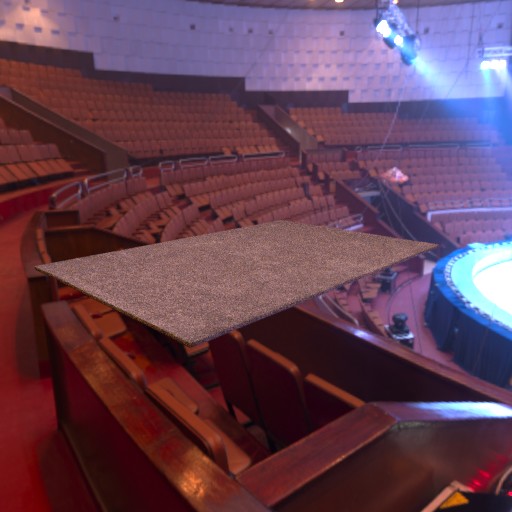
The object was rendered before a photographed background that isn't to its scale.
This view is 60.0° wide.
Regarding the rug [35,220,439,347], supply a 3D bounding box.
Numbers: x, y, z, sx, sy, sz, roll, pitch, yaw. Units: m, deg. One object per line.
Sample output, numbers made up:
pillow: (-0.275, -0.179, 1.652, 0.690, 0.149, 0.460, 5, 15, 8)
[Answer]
rug: (0.000, 0.000, 3.501, 1.802, 0.026, 2.699, 14, 20, 42)
